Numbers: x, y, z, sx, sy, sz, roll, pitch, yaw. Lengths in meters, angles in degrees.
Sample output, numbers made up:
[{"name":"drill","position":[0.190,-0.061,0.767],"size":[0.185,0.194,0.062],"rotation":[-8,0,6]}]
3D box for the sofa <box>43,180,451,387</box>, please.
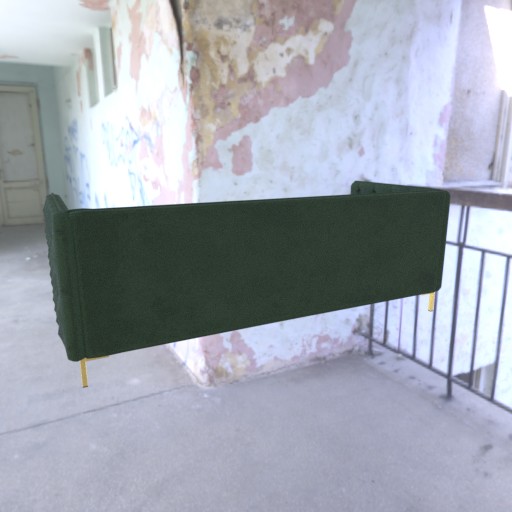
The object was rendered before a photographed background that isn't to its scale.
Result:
[{"name":"sofa","position":[0.000,0.000,2.617],"size":[2.209,0.771,0.895],"rotation":[-7,15,-26]}]
